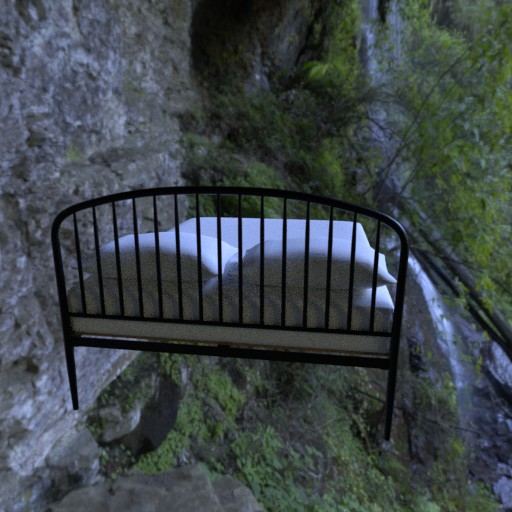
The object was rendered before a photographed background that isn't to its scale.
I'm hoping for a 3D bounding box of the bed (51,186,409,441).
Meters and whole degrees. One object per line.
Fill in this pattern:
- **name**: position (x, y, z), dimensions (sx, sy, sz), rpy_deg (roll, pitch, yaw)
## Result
- **bed**: position (0.000, 0.000, 3.060), dimensions (1.618, 1.166, 2.159), rpy_deg (2, 15, 9)
